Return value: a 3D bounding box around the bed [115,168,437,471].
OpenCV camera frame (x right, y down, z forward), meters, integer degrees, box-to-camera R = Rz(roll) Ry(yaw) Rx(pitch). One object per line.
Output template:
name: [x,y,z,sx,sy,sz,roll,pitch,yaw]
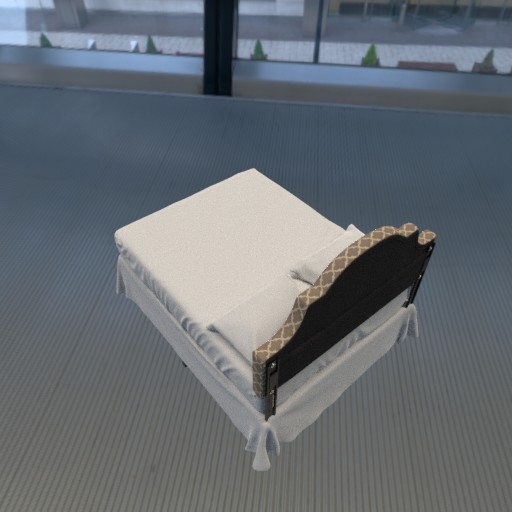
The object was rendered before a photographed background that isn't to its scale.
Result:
bed: [0.000,0.000,3.505,1.780,1.633,2.222,-30,52,-27]
